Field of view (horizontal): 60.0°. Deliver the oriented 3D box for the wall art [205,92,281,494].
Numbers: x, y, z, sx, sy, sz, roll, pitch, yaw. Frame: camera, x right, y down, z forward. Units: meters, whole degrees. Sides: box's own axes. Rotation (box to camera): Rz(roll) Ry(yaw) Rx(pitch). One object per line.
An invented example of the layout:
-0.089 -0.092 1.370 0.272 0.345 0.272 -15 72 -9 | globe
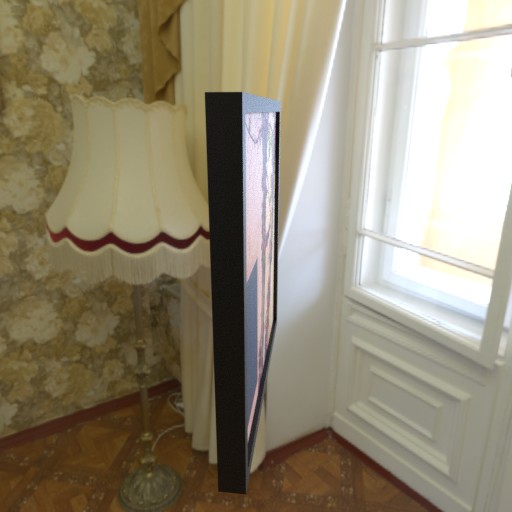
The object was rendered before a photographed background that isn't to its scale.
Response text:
0.000 0.000 0.758 0.038 0.508 0.508 2 18 7 | wall art
